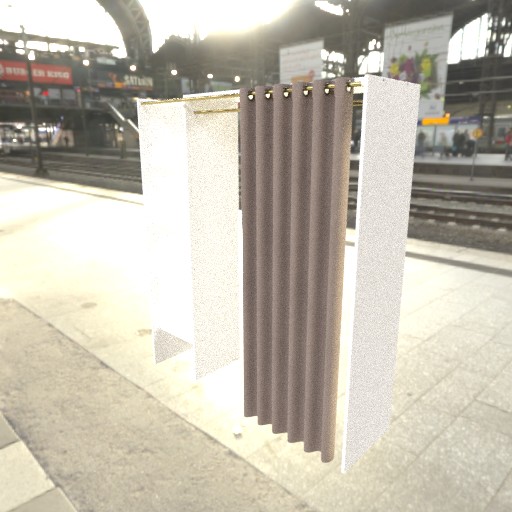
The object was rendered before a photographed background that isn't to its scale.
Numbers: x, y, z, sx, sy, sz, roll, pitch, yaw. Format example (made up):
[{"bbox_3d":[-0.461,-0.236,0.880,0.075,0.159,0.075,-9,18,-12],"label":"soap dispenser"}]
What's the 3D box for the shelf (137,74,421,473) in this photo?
[{"bbox_3d":[0.000,0.000,2.616,1.600,1.820,0.500,13,20,41],"label":"shelf"}]
